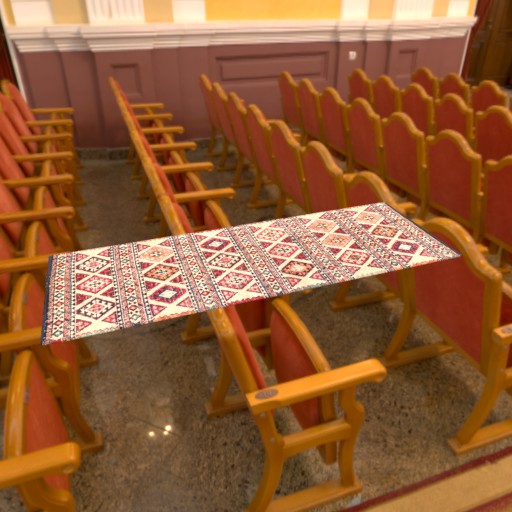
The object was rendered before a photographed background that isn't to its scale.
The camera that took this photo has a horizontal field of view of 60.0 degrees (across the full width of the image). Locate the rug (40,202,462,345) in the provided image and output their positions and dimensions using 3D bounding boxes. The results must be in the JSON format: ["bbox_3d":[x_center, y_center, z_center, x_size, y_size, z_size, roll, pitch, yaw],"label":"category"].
[{"bbox_3d":[0.000,0.000,2.672,2.362,0.008,0.832,-10,33,-17],"label":"rug"}]
